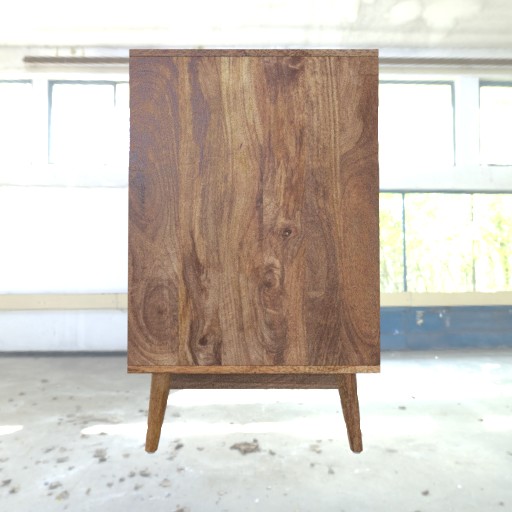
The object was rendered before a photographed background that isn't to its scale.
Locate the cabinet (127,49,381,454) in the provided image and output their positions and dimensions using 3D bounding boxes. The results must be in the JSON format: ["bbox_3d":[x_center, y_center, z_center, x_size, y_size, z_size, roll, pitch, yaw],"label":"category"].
[{"bbox_3d":[0.000,0.000,1.140,0.473,0.758,0.647,0,-1,0],"label":"cabinet"}]
